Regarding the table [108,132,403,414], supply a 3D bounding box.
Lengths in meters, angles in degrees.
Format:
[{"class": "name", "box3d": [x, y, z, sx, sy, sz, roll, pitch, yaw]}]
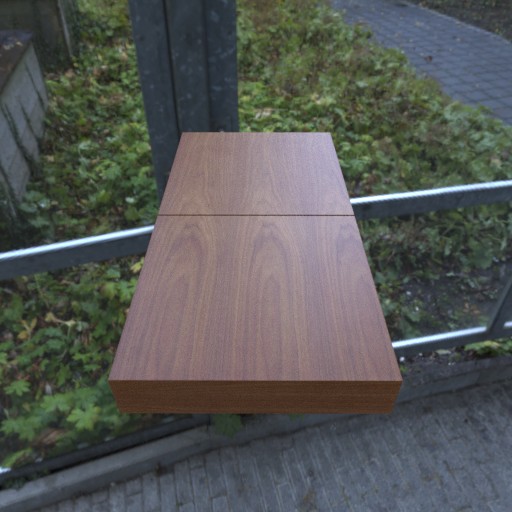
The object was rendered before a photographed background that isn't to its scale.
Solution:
[{"class": "table", "box3d": [0.000, 0.000, 1.479, 0.610, 0.330, 1.194, 0, 40, 0]}]
